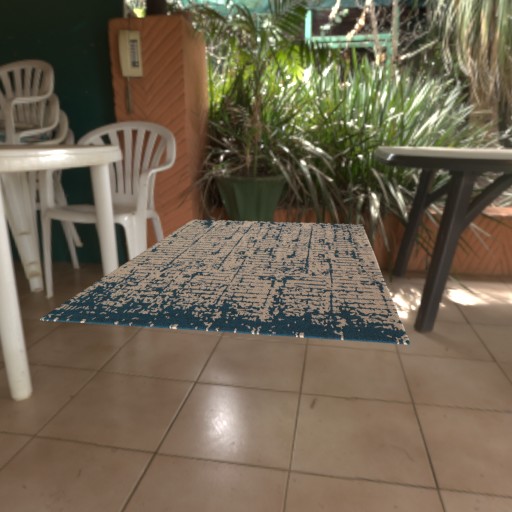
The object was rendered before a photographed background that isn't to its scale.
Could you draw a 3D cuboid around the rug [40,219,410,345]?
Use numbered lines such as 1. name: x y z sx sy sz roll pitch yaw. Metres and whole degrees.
1. rug: 0.000 0.000 2.298 1.220 0.007 1.828 2 16 8
